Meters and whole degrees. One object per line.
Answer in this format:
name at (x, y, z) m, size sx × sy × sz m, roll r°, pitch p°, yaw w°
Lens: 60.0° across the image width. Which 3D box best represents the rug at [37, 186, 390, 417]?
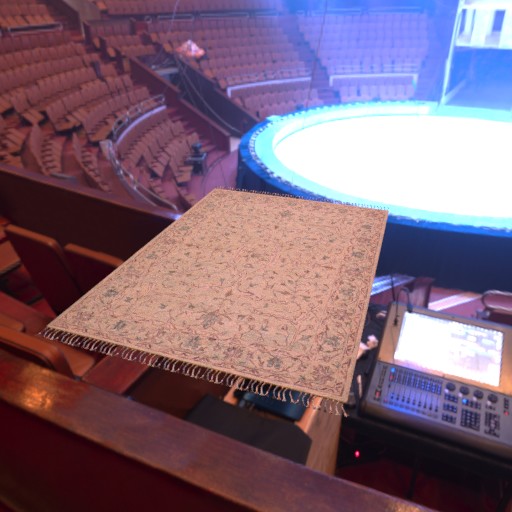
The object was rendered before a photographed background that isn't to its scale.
rug at (0.000, 0.000, 2.319) m, size 1.247 × 0.008 × 1.802 m, roll 10°, pitch 30°, yaw 17°
